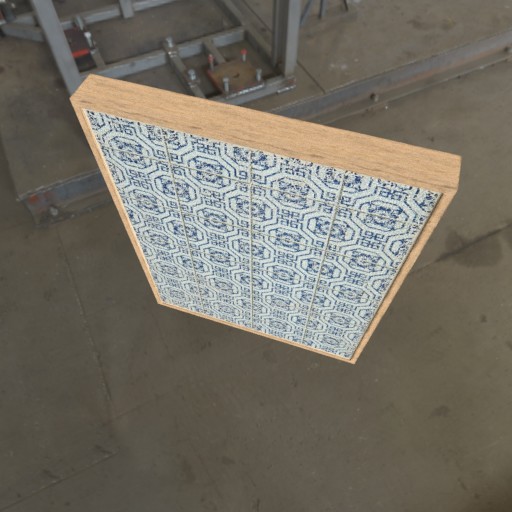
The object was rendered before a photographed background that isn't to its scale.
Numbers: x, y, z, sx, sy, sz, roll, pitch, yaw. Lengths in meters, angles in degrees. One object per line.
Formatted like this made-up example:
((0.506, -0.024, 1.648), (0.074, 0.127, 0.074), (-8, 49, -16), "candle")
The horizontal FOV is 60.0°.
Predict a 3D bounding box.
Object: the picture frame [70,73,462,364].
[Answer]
((0.000, 0.000, 0.693), (0.421, 0.526, 0.046), (16, 60, 9), "picture frame")
